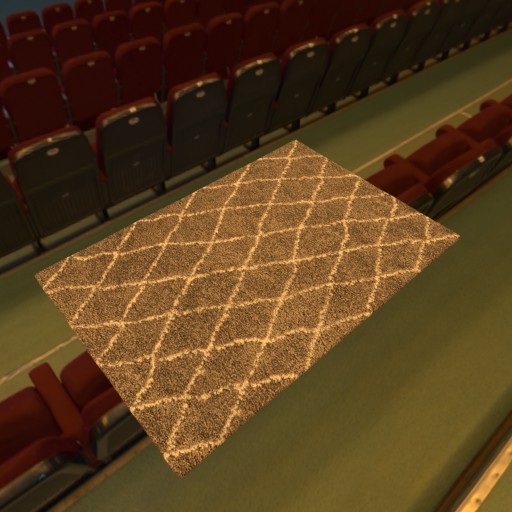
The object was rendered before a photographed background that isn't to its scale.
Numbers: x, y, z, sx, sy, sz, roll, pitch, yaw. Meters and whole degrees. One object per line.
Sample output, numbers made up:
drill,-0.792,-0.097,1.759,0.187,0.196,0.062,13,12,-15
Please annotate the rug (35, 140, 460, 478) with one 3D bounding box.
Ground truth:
rug,0.000,0.000,2.225,1.778,0.030,1.219,-33,55,-27
